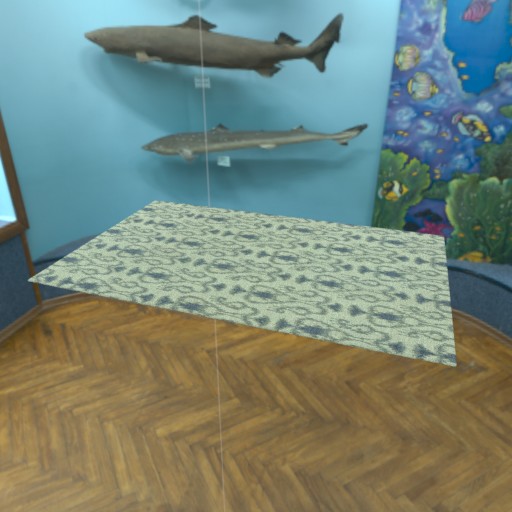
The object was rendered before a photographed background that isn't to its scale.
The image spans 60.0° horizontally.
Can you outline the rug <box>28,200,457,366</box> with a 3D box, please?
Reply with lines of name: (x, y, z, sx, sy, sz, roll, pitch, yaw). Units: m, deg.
rug: (0.000, 0.000, 2.034, 1.652, 0.006, 1.035, 9, 28, 17)
